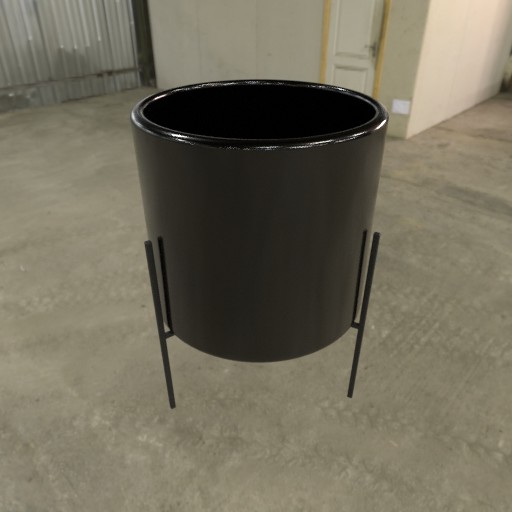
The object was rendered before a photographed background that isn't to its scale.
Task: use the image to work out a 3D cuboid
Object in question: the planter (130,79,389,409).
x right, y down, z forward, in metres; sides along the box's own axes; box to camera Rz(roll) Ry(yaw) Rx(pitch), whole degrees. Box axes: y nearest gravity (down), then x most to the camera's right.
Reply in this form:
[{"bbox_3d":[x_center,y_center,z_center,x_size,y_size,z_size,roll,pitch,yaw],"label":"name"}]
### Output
[{"bbox_3d":[0.000,0.000,0.642,0.310,0.432,0.310,-11,34,-16],"label":"planter"}]
